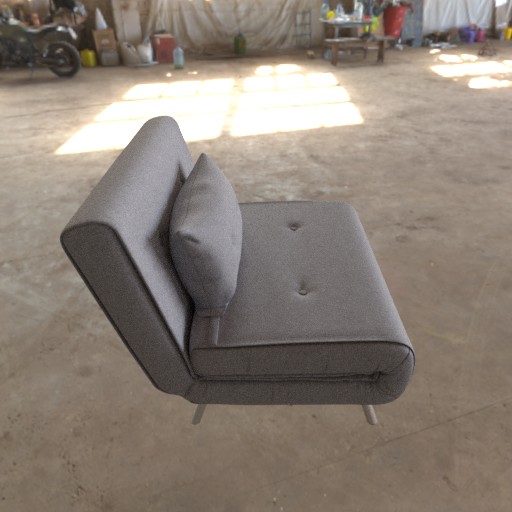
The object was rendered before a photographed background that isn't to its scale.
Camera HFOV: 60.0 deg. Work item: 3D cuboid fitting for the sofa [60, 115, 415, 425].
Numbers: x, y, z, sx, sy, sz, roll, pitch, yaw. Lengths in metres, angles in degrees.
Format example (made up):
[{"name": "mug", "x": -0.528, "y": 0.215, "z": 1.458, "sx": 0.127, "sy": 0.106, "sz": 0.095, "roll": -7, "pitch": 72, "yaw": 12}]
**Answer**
[{"name": "sofa", "x": 0.000, "y": 0.000, "z": 1.727, "sx": 1.000, "sy": 0.825, "sz": 1.020, "roll": 0, "pitch": 32, "yaw": 0}]
